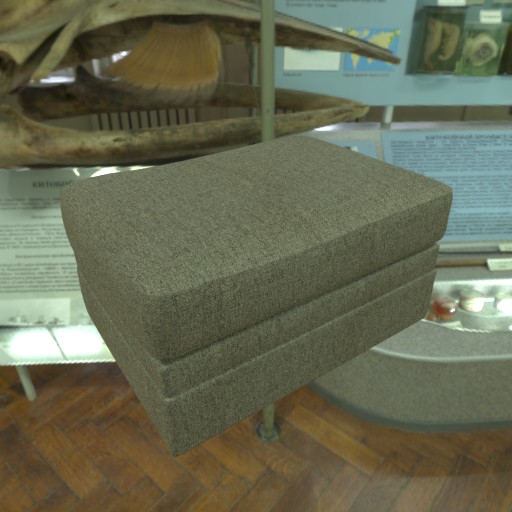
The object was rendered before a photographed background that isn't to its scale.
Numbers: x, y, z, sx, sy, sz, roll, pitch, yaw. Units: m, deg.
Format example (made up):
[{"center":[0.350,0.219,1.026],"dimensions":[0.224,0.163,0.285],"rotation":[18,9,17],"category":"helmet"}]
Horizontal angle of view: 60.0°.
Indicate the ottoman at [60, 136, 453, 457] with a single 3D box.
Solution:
[{"center":[0.000,0.000,1.246],"dimensions":[0.885,0.478,0.637],"rotation":[-19,36,-29],"category":"ottoman"}]
